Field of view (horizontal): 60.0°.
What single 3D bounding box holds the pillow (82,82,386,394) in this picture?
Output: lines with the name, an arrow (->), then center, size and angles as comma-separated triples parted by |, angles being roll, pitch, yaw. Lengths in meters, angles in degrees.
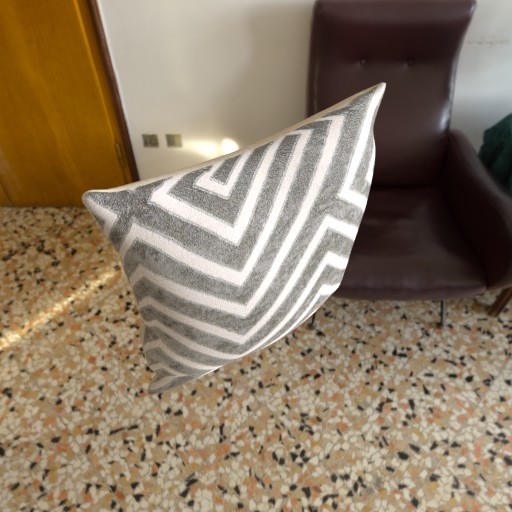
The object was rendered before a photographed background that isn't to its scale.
pillow -> 0.000, 0.000, 0.677 | 0.440, 0.441, 0.182 | -28, 53, -23
